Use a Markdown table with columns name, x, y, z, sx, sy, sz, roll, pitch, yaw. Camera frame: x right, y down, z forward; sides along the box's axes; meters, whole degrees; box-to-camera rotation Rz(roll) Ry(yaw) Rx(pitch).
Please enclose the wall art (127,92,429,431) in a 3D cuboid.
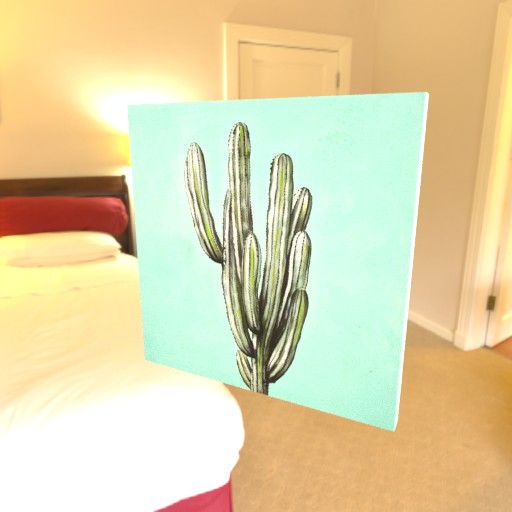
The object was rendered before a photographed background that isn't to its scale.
| name | x | y | z | sx | sy | sz | roll | pitch | yaw |
| --- | --- | --- | --- | --- | --- | --- | --- | --- | --- |
| wall art | 0.000 | 0.000 | 0.904 | 0.603 | 0.603 | 0.036 | 8 | 17 | 26 |
